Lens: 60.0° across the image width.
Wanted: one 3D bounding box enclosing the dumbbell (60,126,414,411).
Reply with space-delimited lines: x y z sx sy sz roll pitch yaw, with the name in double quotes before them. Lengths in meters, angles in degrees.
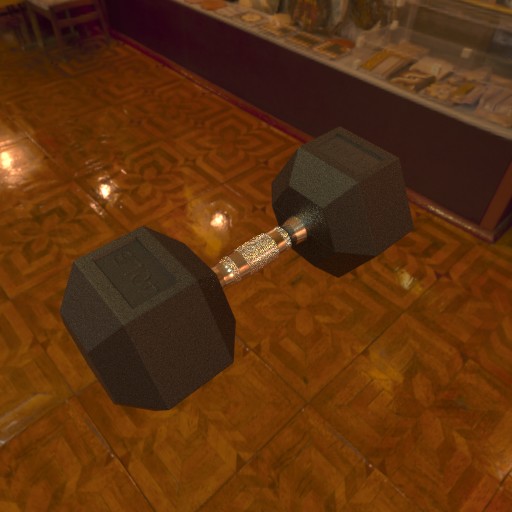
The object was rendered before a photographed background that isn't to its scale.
"dumbbell" 0.000 0.000 0.442 0.361 0.137 0.157 -32 54 -27
